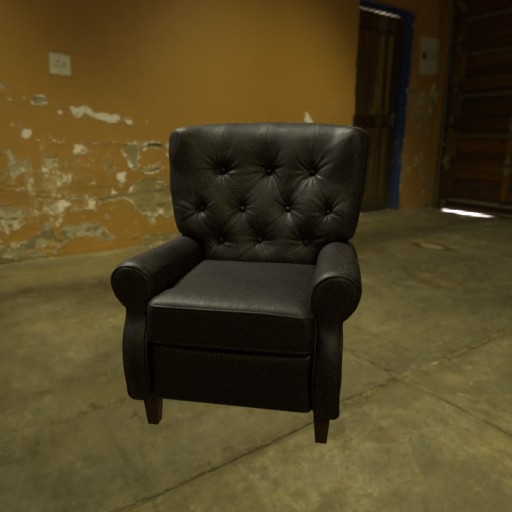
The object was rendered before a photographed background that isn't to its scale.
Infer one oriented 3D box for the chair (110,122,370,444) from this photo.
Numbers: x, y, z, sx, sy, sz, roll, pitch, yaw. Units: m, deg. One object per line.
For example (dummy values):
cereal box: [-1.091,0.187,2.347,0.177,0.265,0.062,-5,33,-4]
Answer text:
chair: [0.000,0.000,1.930,0.948,1.158,1.058,2,14,10]
